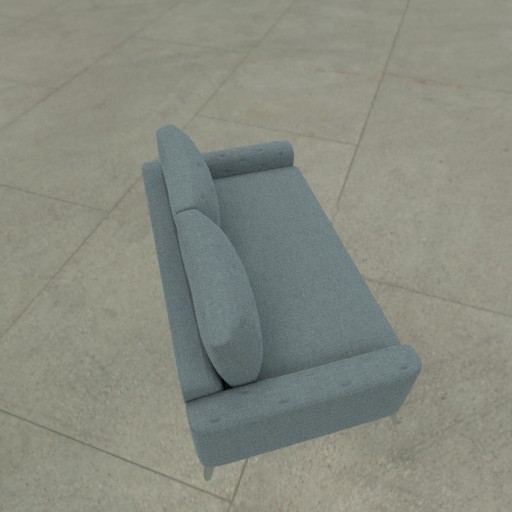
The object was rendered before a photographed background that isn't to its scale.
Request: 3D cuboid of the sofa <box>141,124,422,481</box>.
[{"bbox_3d":[0.000,0.000,2.166,0.920,0.790,1.650,-12,48,-11],"label":"sofa"}]
